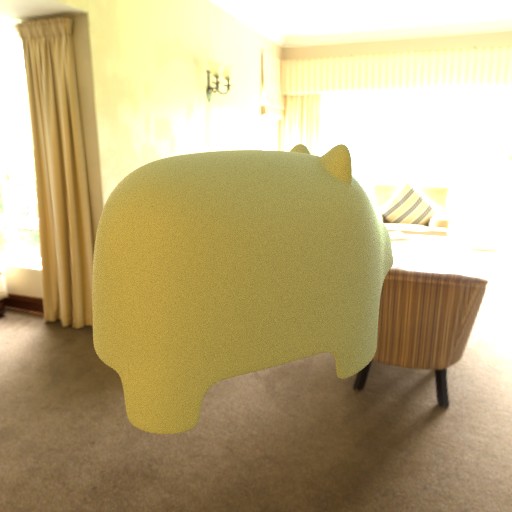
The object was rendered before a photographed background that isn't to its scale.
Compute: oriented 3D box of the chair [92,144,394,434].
[{"bbox_3d":[0.000,0.000,0.862,0.619,0.423,0.364,-7,16,-27],"label":"chair"}]
